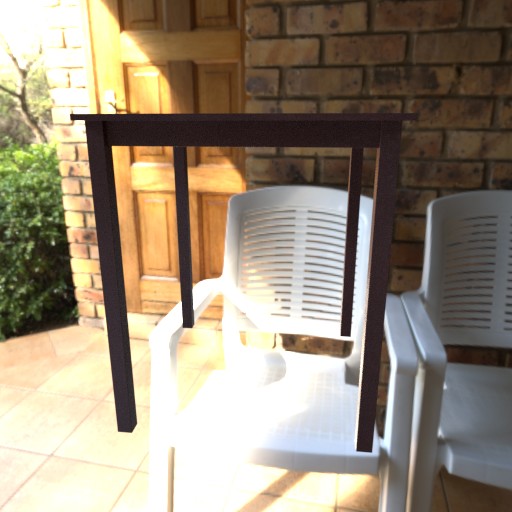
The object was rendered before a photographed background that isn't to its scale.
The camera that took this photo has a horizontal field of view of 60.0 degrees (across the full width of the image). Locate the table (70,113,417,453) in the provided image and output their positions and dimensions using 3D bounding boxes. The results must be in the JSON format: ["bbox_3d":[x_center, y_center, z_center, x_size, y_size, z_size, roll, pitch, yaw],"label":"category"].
[{"bbox_3d":[0.000,0.000,1.640,0.861,0.991,0.861,2,17,6],"label":"table"}]
